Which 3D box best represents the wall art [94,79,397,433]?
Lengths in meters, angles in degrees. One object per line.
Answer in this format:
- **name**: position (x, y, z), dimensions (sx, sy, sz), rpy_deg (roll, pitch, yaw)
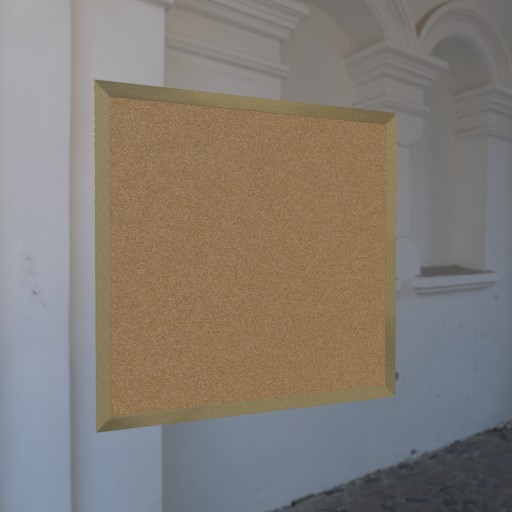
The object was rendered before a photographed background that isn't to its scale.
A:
- **wall art**: position (0.000, 0.000, 0.447), dimensions (0.304, 0.305, 0.038), rpy_deg (0, 1, -18)
